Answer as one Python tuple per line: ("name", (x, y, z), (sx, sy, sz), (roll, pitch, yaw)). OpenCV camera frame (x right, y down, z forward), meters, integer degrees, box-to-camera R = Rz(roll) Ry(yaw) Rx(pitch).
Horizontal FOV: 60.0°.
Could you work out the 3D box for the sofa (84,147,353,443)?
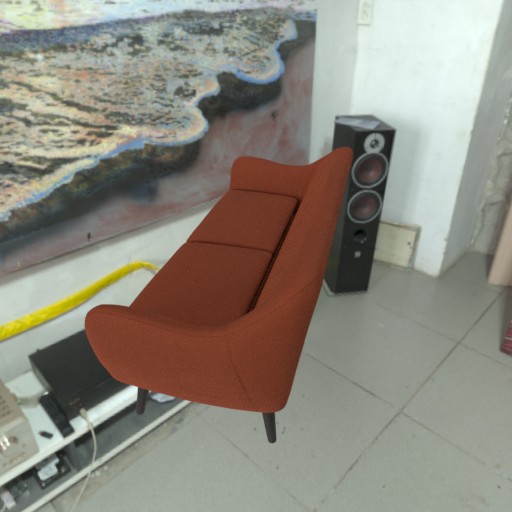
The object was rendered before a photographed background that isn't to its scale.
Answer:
("sofa", (0.000, 0.000, 2.306), (0.820, 0.836, 1.840), (8, 31, 13))
